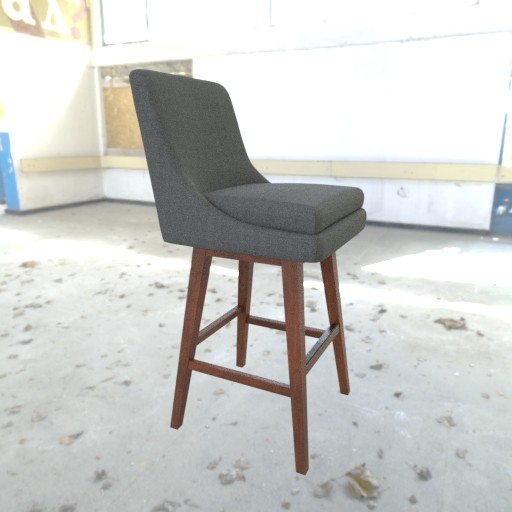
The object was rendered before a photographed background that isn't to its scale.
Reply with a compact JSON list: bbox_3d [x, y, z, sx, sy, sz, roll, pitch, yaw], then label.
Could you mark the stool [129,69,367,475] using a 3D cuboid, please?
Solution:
[{"bbox_3d":[0.000,0.000,1.258,0.524,0.977,0.447,8,17,26],"label":"stool"}]
